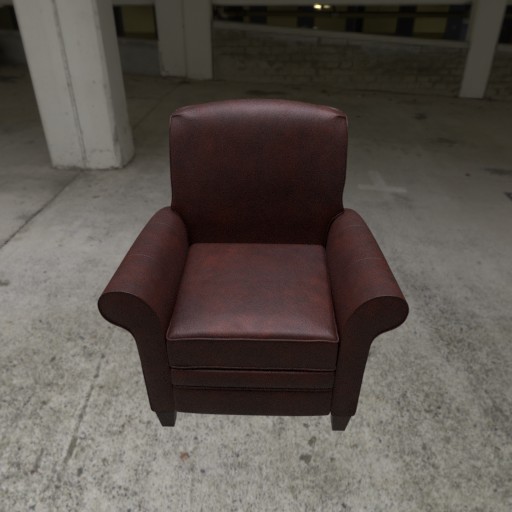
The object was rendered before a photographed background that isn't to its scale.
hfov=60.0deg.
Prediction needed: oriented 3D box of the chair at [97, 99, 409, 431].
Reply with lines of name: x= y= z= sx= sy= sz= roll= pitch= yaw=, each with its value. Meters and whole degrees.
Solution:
chair: x=0.000 y=0.000 z=1.791 sx=0.978 sy=1.061 sz=0.902 roll=1 pitch=31 yaw=1
